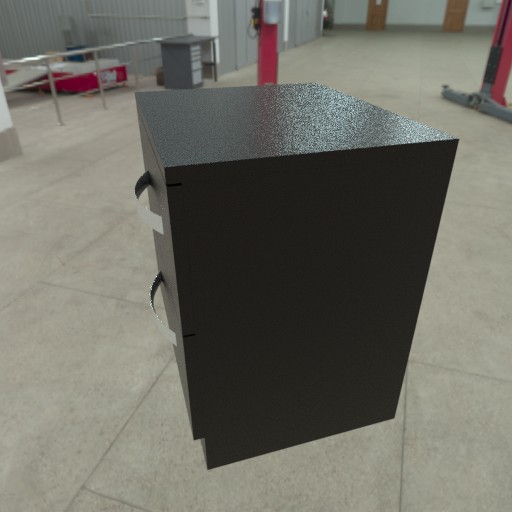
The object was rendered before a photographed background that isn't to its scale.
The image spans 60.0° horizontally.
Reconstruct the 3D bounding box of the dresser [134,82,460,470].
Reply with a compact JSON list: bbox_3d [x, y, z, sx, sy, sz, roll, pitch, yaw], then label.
[{"bbox_3d":[0.000,0.000,0.741,0.360,0.470,0.400,-9,31,-15],"label":"dresser"}]
